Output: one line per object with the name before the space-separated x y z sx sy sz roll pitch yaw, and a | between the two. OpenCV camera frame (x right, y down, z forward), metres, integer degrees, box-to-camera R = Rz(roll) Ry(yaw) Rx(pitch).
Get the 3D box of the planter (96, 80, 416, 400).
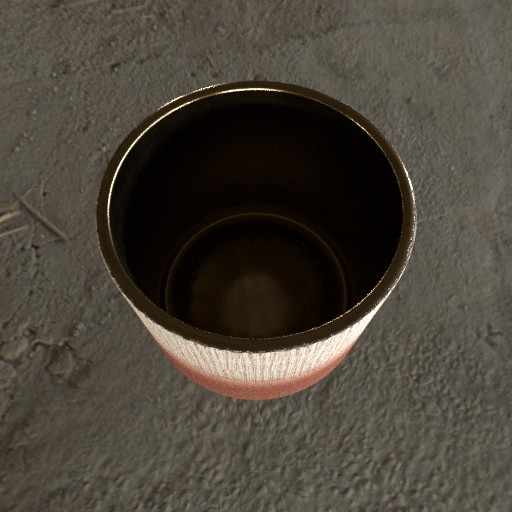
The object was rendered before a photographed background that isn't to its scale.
planter | 0.000 0.000 0.445 0.254 0.221 0.254 0 64 0
